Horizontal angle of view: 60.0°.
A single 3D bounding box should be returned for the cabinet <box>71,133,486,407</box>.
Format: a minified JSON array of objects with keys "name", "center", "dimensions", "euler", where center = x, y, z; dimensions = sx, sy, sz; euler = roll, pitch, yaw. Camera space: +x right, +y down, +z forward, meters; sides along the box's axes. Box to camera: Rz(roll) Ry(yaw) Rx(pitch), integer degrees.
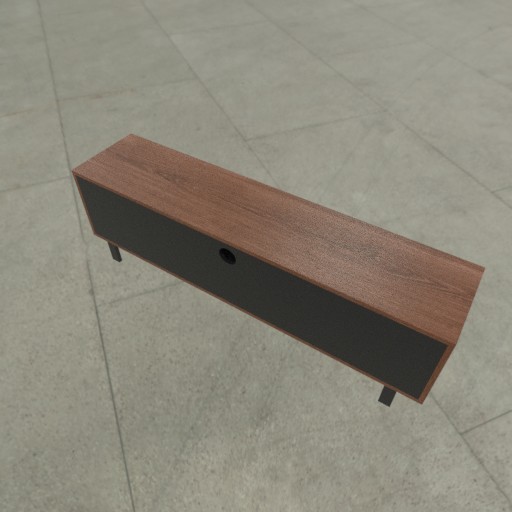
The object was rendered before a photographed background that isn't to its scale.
[{"name":"cabinet","center":[0.000,0.000,1.907],"dimensions":[1.650,0.500,0.400],"euler":[24,50,22]}]
